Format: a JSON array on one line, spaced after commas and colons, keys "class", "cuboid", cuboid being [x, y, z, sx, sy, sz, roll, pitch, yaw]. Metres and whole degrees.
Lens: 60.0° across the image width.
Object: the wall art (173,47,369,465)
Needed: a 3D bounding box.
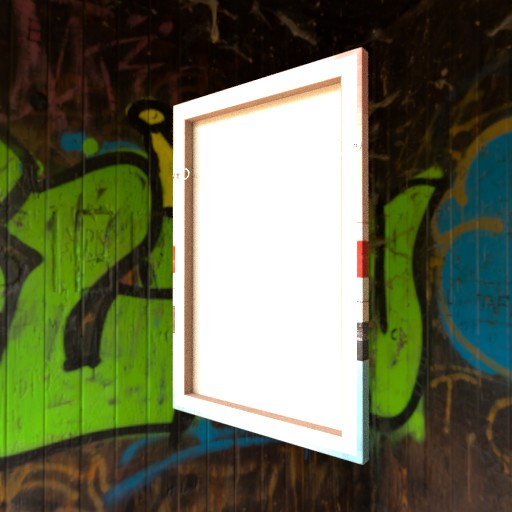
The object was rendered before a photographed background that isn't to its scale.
[{"class": "wall art", "cuboid": [0.000, 0.000, 1.167, 0.610, 0.914, 0.038, 0, -1, 38]}]
